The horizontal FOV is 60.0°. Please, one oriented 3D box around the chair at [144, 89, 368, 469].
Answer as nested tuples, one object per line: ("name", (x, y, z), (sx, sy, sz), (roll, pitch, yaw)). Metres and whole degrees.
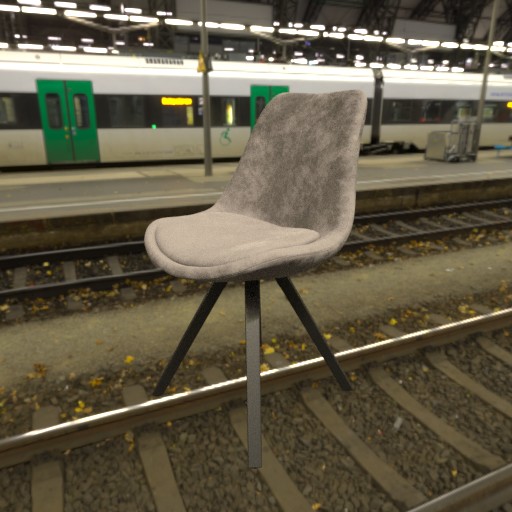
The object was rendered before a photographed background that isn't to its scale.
("chair", (0.000, 0.000, 1.194), (0.485, 0.850, 0.550), (16, 24, 42))
